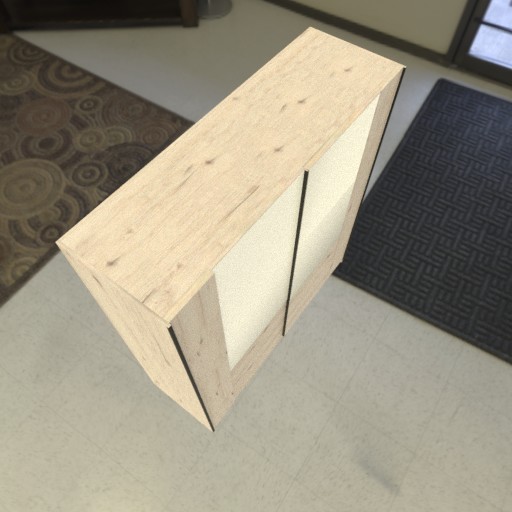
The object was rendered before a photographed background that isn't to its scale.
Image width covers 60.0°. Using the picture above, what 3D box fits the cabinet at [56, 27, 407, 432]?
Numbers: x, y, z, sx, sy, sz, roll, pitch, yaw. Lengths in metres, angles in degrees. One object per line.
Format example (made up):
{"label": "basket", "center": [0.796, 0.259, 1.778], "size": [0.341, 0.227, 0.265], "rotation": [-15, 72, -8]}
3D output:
{"label": "cabinet", "center": [0.000, 0.000, 3.151], "size": [0.660, 2.180, 2.000], "rotation": [33, 64, 18]}
